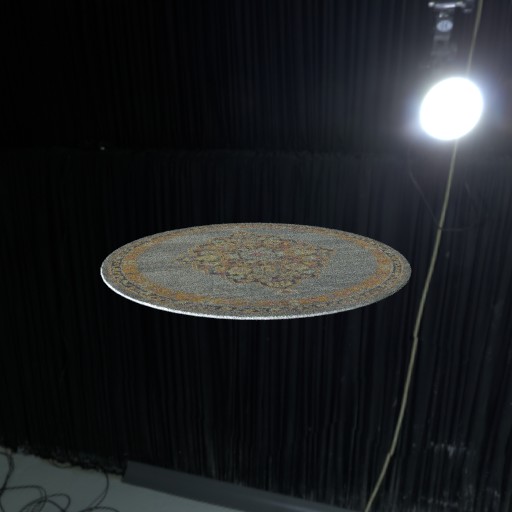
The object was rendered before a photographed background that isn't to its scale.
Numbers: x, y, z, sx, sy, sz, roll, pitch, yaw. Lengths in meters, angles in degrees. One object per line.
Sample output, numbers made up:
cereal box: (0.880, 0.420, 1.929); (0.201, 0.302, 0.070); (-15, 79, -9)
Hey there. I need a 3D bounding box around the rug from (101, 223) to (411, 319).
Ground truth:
rug: (0.000, 0.000, 2.408); (1.598, 0.010, 1.598); (0, 17, 0)
